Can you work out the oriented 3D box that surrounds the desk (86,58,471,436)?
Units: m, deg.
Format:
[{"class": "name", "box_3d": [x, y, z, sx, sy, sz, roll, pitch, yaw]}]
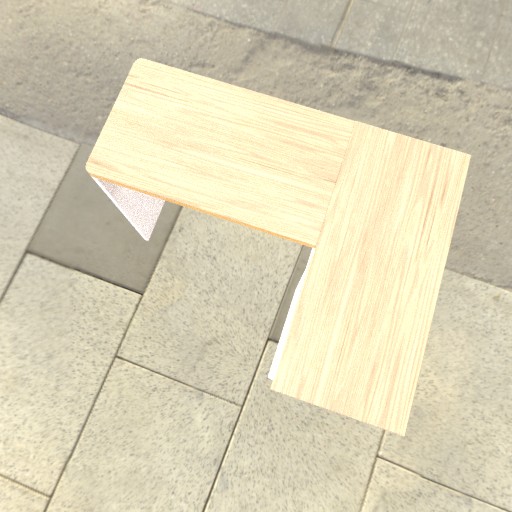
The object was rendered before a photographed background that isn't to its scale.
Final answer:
[{"class": "desk", "box_3d": [0.000, 0.000, 1.743, 1.170, 0.760, 0.900, 18, 76, 5]}]
